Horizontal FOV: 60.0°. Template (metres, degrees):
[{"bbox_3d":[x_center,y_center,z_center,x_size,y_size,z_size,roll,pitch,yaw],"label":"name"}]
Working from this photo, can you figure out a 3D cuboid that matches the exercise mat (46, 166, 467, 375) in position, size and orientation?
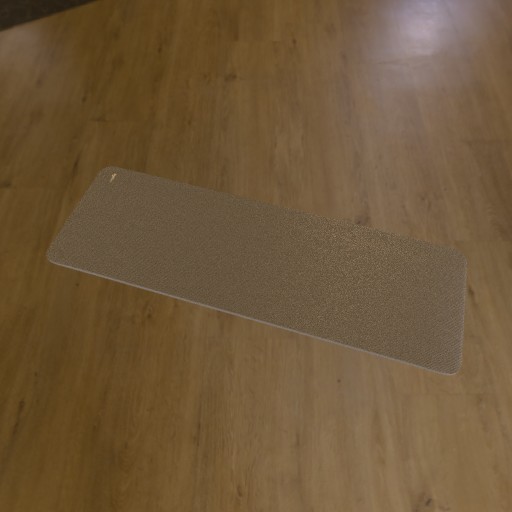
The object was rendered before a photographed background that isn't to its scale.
[{"bbox_3d":[0.000,0.000,2.057,1.884,0.021,0.616,15,60,9],"label":"exercise mat"}]
